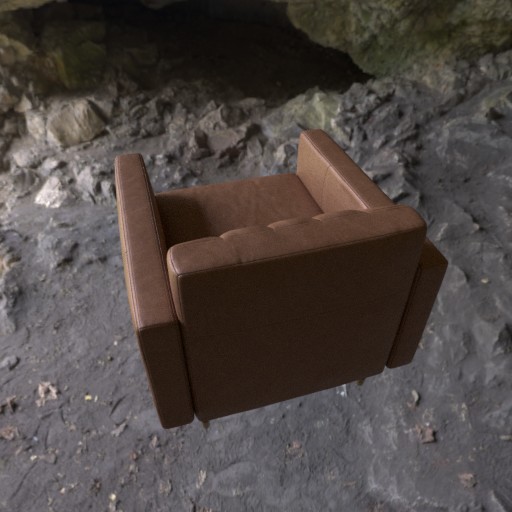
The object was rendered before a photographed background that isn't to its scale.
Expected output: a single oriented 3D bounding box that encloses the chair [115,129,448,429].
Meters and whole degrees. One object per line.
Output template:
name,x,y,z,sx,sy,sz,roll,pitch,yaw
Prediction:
chair,0.000,0.000,1.685,0.953,0.819,0.998,-11,42,-13
